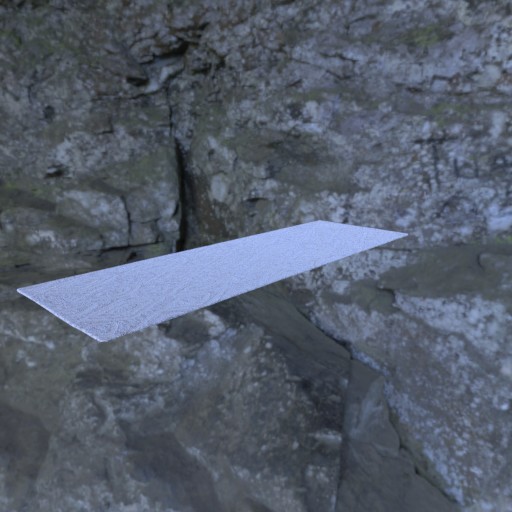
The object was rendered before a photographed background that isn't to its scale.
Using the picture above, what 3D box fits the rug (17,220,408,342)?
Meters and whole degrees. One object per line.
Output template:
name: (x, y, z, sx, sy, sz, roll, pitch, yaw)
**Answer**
rug: (0.000, 0.000, 2.661, 0.807, 0.013, 2.436, 14, 20, 41)
